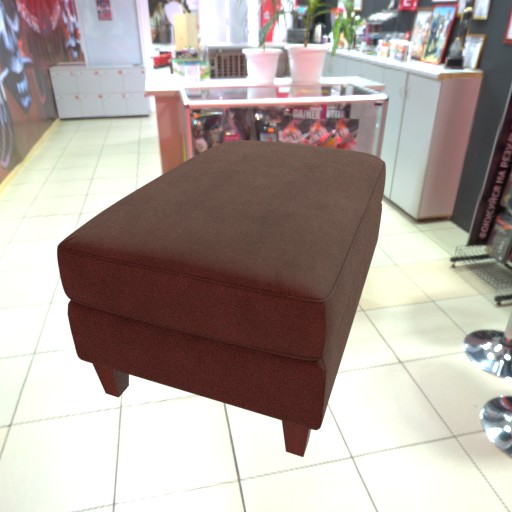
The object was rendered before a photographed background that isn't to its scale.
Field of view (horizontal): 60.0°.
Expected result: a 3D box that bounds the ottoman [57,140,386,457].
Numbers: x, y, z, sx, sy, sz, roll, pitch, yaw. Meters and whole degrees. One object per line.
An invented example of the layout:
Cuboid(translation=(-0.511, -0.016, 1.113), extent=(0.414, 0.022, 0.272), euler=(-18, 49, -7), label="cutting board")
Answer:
Cuboid(translation=(0.000, 0.000, 1.220), extent=(0.584, 0.483, 0.864), euler=(10, 31, 18), label="ottoman")
